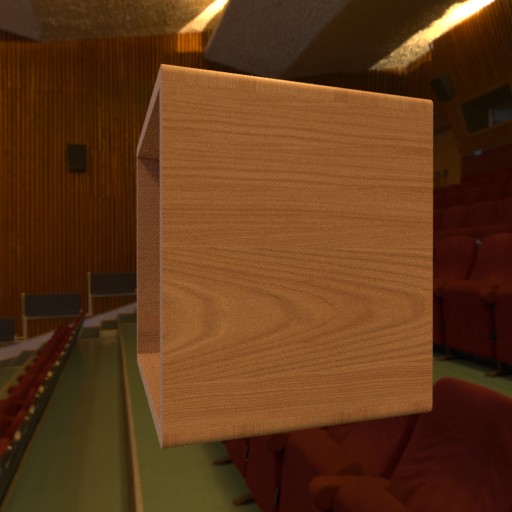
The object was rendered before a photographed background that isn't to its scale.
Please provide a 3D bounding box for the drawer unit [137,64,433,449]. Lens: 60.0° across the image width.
[{"bbox_3d":[0.000,0.000,0.599,0.290,0.344,0.344,0,0,-19],"label":"drawer unit"}]
